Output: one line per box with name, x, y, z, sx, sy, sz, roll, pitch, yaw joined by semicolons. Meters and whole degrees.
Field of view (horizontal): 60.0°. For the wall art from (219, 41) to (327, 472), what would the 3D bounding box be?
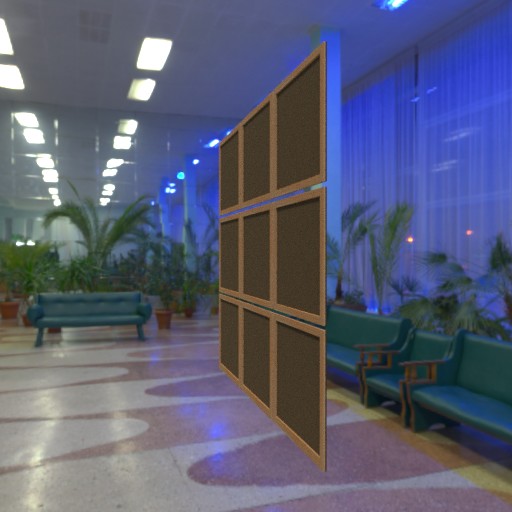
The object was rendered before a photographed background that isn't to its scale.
wall art;0.000;0.000;2.288;0.013;1.525;1.520;0;0;-19
